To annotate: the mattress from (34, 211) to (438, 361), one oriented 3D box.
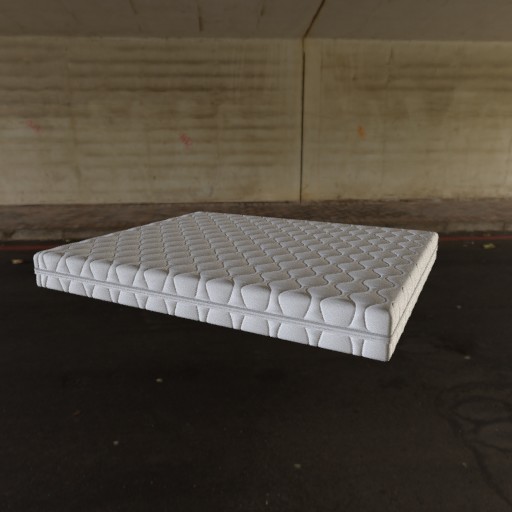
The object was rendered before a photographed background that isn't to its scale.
[{"bbox_3d":[0.000,0.000,2.676,1.900,0.200,1.600,7,17,26],"label":"mattress"}]
